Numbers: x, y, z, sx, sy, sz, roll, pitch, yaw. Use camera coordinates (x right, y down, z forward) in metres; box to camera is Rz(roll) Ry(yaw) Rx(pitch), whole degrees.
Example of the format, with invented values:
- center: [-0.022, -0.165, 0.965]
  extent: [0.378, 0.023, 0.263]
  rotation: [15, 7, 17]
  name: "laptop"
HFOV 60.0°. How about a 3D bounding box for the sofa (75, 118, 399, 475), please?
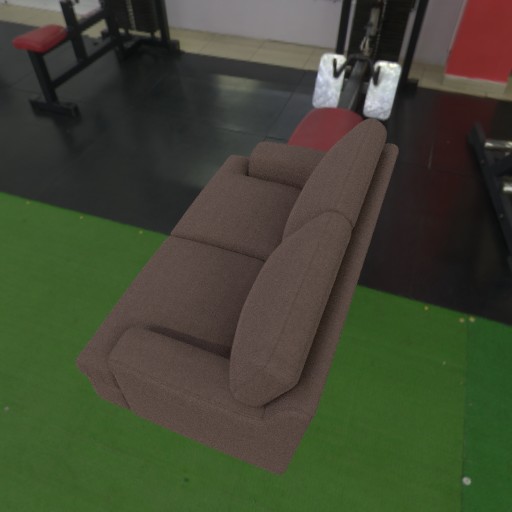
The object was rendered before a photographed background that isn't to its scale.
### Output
- center: [0.000, 0.000, 2.444]
  extent: [1.140, 0.950, 1.869]
  rotation: [16, 49, 15]
  name: "sofa"
